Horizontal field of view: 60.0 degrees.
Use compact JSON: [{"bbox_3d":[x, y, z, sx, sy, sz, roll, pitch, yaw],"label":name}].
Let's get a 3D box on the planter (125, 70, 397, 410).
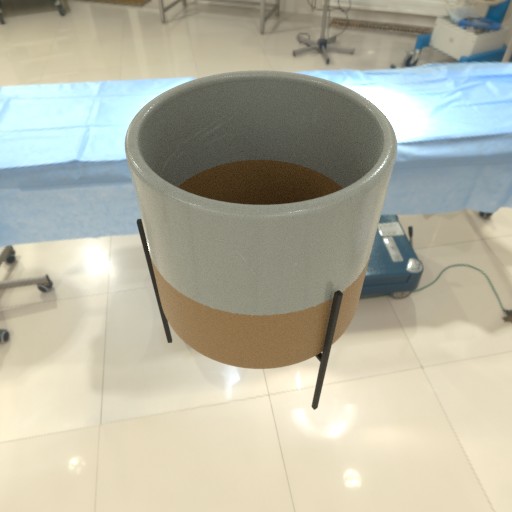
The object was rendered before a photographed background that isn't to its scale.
[{"bbox_3d":[0.000,0.000,0.739,0.360,0.480,0.348,-3,46,-3],"label":"planter"}]
